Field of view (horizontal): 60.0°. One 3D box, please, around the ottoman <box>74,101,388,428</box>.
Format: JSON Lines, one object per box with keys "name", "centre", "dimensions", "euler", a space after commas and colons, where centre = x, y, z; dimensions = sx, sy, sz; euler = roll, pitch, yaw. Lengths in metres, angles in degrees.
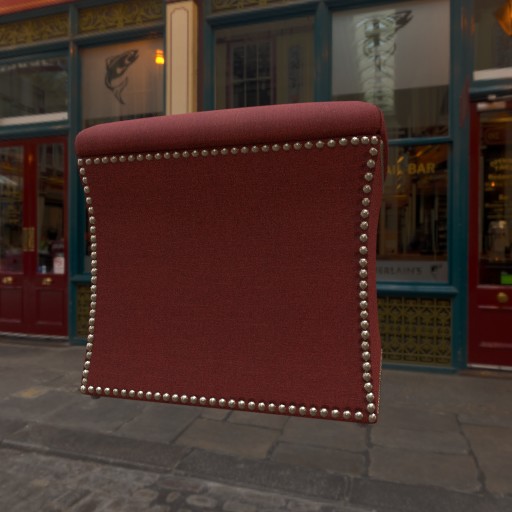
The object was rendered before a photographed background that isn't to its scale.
{"name": "ottoman", "centre": [0.000, 0.000, 0.886], "dimensions": [0.507, 0.475, 0.497], "euler": [0, 0, 16]}
